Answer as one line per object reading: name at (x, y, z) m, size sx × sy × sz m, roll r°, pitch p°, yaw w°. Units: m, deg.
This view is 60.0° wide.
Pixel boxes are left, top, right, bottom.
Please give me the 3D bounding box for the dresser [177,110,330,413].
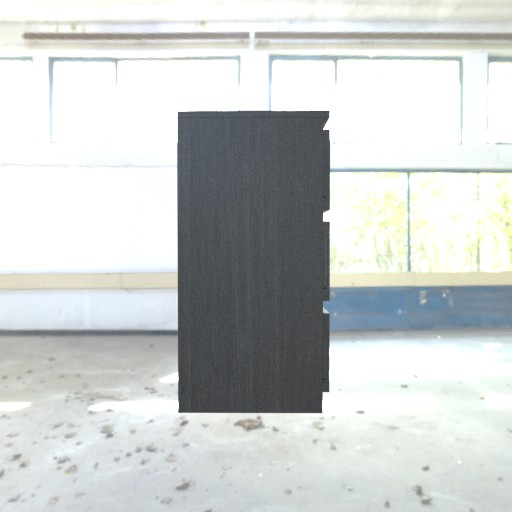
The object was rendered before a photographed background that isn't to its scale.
dresser at (0.000, 0.000, 1.958) m, size 0.400 × 0.795 × 1.590 m, roll 0°, pitch 1°, yaw 0°
